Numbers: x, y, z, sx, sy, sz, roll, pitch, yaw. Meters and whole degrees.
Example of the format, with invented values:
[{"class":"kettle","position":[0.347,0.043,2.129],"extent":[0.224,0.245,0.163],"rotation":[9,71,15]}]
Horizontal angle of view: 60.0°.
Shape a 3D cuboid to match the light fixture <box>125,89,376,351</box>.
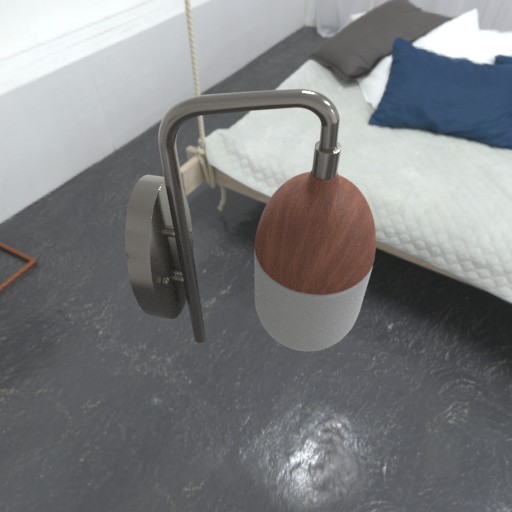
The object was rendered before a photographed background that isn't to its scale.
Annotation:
[{"class":"light fixture","position":[0.000,0.000,0.428],"extent":[0.216,0.343,0.108],"rotation":[9,48,8]}]
